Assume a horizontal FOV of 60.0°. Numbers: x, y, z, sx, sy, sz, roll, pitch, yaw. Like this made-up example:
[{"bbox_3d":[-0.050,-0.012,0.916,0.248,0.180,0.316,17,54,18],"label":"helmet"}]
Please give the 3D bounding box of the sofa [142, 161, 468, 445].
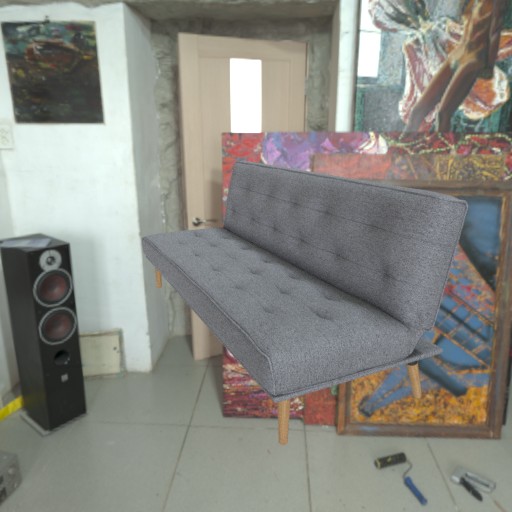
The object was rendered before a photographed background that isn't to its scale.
[{"bbox_3d":[0.000,0.000,2.293,0.810,0.830,1.820,-8,18,-25],"label":"sofa"}]
